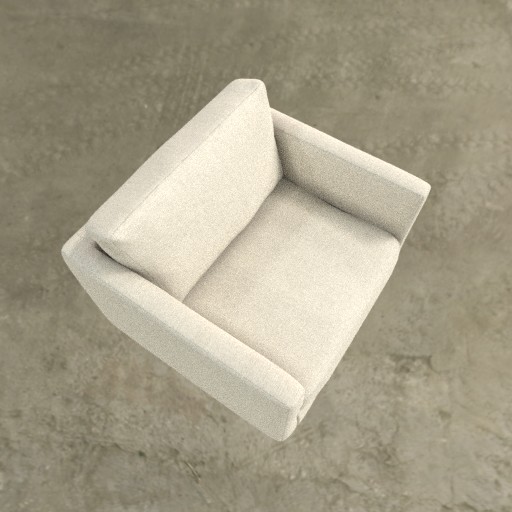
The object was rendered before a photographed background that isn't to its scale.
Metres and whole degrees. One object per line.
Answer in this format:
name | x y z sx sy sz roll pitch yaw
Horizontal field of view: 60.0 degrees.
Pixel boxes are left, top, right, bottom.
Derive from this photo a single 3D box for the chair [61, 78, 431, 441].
chair | 0.000 0.000 1.756 0.959 0.919 0.996 31 64 16
